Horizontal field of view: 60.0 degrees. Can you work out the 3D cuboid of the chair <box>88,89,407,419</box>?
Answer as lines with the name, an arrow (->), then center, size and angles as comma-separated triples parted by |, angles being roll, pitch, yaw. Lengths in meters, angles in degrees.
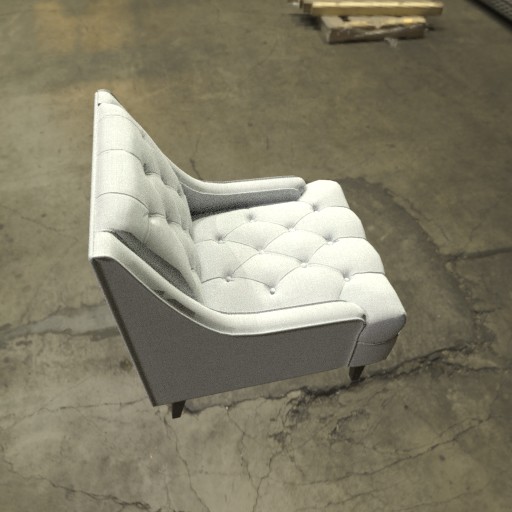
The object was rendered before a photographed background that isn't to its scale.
chair -> 0.000, 0.000, 1.391 | 0.772, 0.891, 0.658 | -9, 49, -8
